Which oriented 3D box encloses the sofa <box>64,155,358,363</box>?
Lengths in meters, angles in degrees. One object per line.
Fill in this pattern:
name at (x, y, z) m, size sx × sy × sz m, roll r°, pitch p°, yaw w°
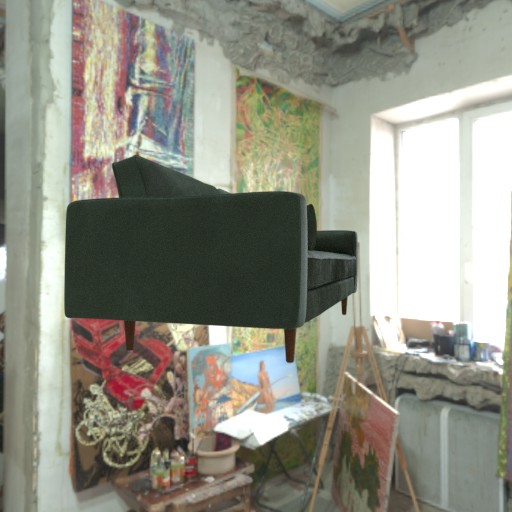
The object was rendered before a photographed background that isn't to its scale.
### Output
sofa at (0.000, 0.000, 2.389) m, size 0.916 × 0.772 × 1.880 m, roll 0°, pitch -1°, yaw 18°
